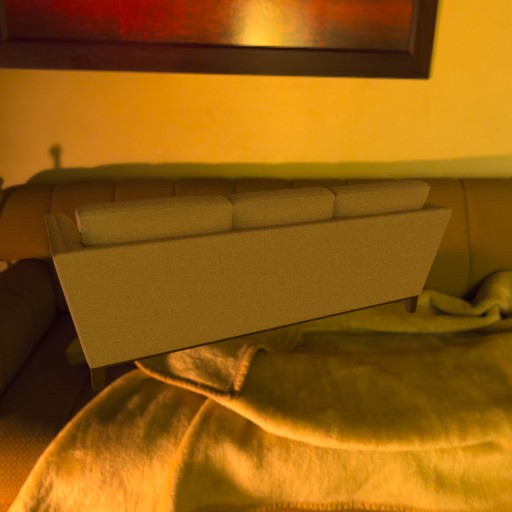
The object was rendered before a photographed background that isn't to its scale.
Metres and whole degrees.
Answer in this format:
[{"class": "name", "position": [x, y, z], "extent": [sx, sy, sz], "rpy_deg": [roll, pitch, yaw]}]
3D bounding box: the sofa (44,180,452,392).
[{"class": "sofa", "position": [0.000, 0.000, 2.867], "extent": [2.388, 0.940, 0.965], "rpy_deg": [-8, 19, -25]}]
